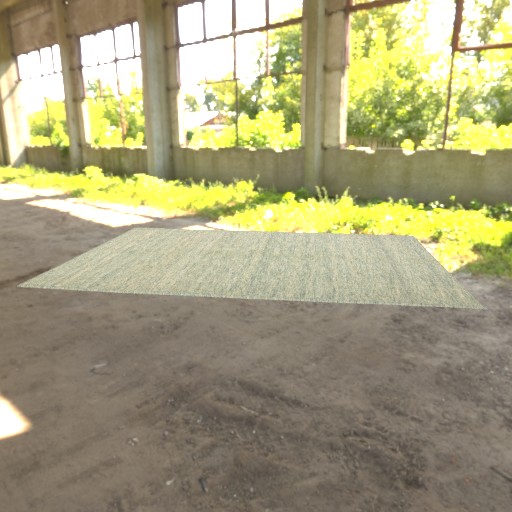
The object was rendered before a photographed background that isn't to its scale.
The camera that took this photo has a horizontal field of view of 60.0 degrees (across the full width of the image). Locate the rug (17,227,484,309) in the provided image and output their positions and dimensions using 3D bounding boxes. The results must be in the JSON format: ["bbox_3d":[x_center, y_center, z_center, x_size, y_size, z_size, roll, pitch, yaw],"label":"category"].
[{"bbox_3d":[0.000,0.000,2.333,1.850,0.015,1.250,2,15,7],"label":"rug"}]
